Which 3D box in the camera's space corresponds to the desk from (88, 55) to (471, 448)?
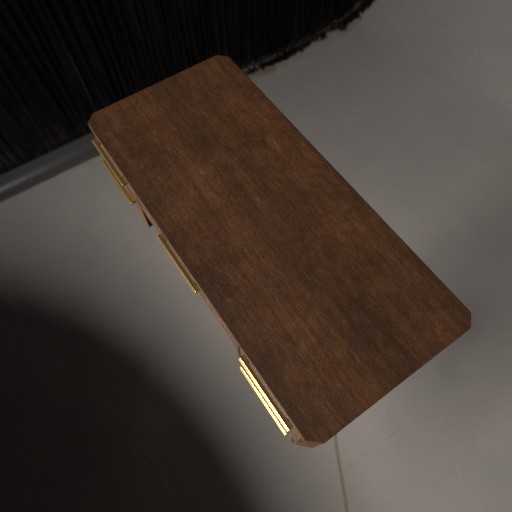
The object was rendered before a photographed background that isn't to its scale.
[{"bbox_3d":[0.000,0.000,1.915,0.684,0.762,1.479,-32,68,-14],"label":"desk"}]
